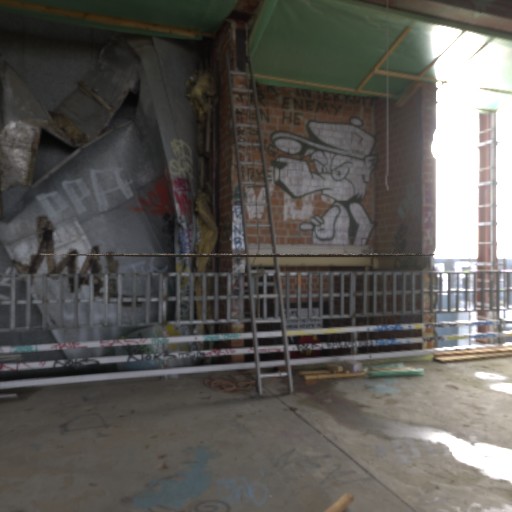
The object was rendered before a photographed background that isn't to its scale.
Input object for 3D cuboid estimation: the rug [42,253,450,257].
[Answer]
[{"bbox_3d":[0.000,0.000,4.050,2.438,0.010,3.048,0,0,2],"label":"rug"}]
